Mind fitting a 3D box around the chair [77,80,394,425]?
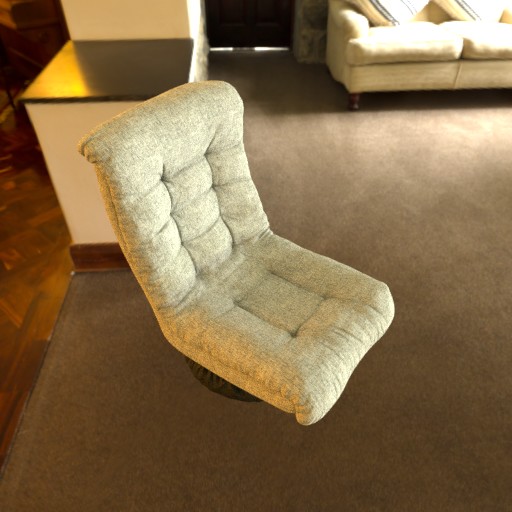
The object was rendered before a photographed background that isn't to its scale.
[{"bbox_3d":[0.000,0.000,0.984,0.583,0.600,0.400,26,47,27],"label":"chair"}]
